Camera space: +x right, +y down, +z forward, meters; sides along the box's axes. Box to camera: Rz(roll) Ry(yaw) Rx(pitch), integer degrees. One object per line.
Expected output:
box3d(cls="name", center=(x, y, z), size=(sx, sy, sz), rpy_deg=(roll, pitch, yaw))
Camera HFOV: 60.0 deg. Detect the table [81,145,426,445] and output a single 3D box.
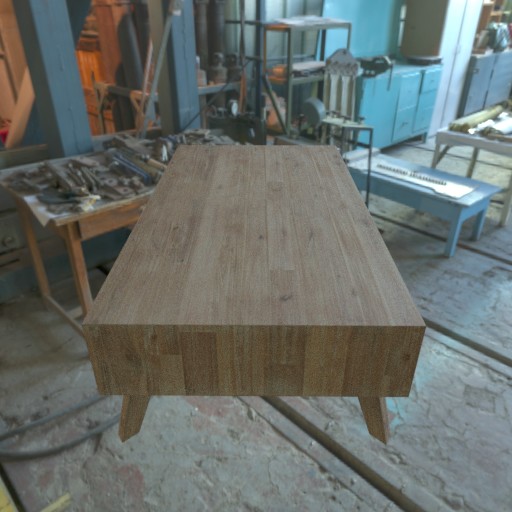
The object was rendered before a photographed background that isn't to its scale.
box3d(cls="table", center=(0.000, 0.000, 1.994), size=(0.918, 0.531, 1.619), rpy_deg=(0, 30, 0))
